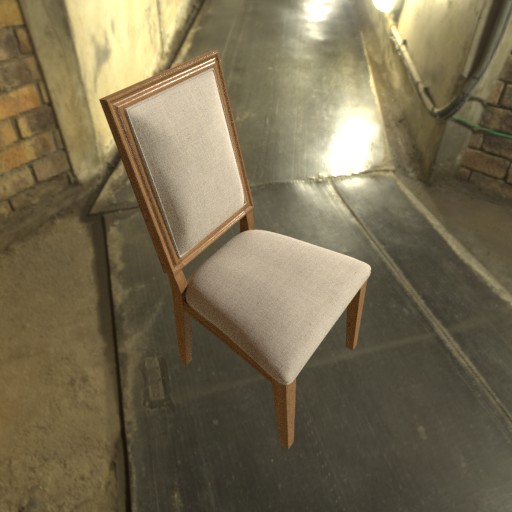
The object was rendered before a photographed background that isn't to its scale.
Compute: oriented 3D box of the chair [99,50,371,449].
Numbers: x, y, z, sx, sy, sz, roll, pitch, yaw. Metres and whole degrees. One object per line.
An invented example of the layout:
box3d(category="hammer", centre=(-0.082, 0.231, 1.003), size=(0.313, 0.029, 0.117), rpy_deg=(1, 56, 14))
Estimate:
box3d(category="chair", centre=(0.000, 0.000, 1.356), size=(0.601, 0.988, 0.536), rpy_deg=(25, 48, 25))
